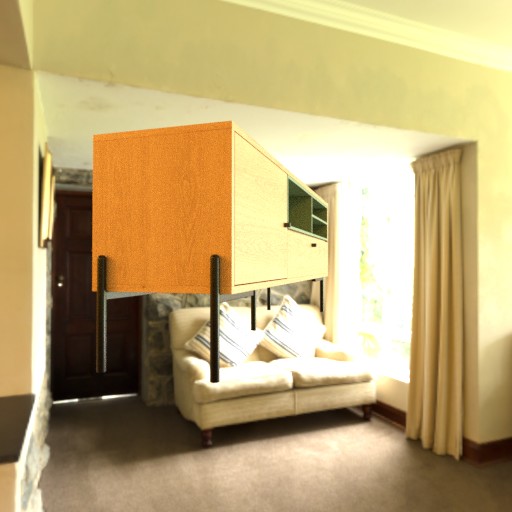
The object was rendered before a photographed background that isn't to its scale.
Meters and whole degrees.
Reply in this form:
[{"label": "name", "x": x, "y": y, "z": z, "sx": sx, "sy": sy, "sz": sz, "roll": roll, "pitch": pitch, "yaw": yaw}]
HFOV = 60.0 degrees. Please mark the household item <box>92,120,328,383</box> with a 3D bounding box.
[{"label": "household item", "x": 0.000, "y": 0.000, "z": 1.789, "sx": 0.400, "sy": 0.600, "sz": 1.550, "roll": 0, "pitch": -1, "yaw": 18}]
